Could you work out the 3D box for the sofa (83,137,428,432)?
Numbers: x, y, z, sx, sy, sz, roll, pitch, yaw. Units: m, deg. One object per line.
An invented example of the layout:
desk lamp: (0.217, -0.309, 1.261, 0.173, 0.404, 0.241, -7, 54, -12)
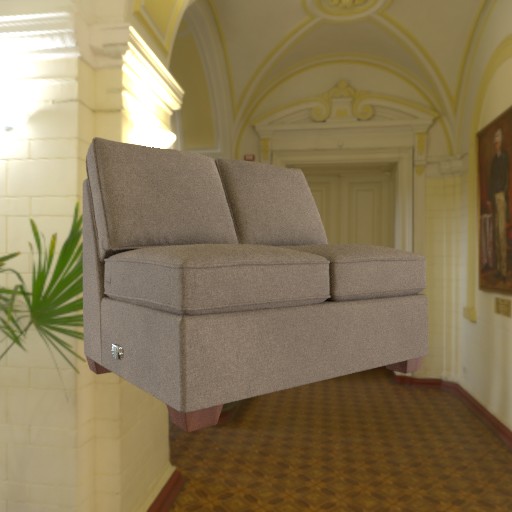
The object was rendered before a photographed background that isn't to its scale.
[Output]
sofa: (0.000, 0.000, 1.953, 1.237, 1.008, 0.951, 0, 0, -37)
